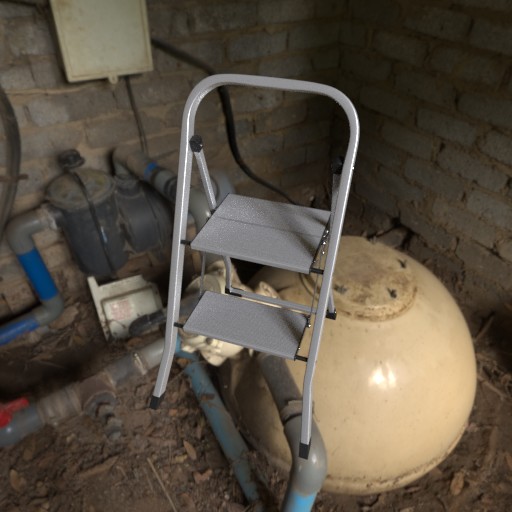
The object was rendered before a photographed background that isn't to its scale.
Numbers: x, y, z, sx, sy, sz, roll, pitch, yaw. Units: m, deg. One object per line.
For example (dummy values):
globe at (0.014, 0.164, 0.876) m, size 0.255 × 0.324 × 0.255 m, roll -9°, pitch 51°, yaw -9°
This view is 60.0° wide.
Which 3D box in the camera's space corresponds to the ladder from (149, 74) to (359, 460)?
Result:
ladder at (0.000, 0.000, 1.142) m, size 0.465 × 0.830 × 0.530 m, roll 12°, pitch 40°, yaw 15°
